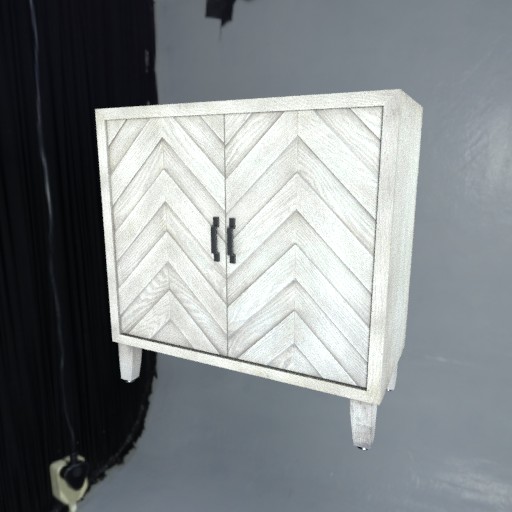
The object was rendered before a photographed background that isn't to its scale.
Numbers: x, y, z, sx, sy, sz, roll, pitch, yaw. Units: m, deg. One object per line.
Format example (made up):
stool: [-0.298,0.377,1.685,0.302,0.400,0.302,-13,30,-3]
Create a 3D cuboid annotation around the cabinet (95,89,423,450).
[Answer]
cabinet: [0.000,0.000,1.238,0.781,0.787,0.370,6,14,26]
